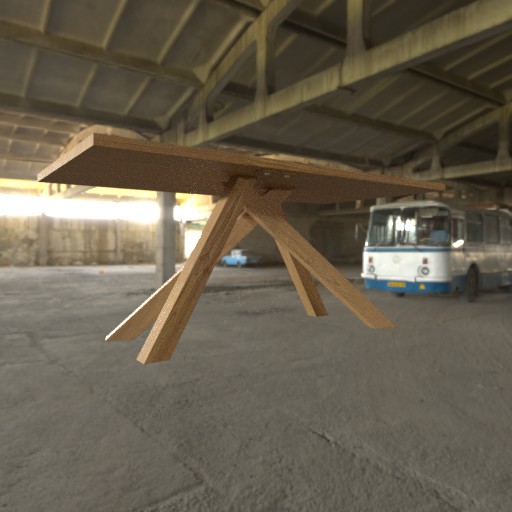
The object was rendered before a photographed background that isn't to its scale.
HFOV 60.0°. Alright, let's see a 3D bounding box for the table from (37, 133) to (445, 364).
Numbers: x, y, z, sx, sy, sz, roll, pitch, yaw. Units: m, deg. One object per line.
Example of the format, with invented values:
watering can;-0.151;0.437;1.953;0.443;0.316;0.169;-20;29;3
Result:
table;0.000;0.000;2.176;1.797;0.750;0.901;-1;1;-35
